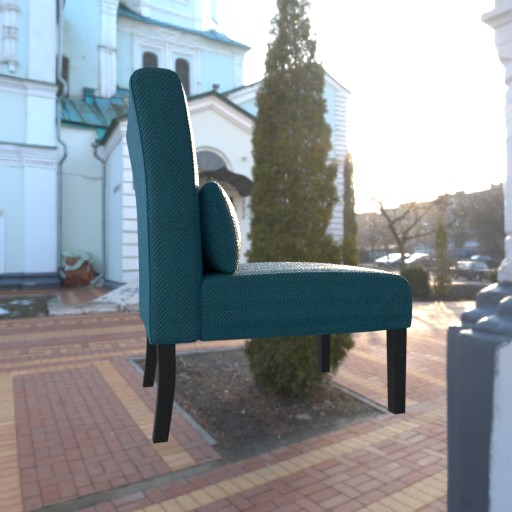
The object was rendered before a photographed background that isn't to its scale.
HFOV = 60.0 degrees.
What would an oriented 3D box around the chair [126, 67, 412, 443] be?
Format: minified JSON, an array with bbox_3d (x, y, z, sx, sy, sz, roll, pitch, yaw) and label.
[{"bbox_3d":[0.000,0.000,1.446,0.808,0.927,0.579,0,0,-17],"label":"chair"}]
